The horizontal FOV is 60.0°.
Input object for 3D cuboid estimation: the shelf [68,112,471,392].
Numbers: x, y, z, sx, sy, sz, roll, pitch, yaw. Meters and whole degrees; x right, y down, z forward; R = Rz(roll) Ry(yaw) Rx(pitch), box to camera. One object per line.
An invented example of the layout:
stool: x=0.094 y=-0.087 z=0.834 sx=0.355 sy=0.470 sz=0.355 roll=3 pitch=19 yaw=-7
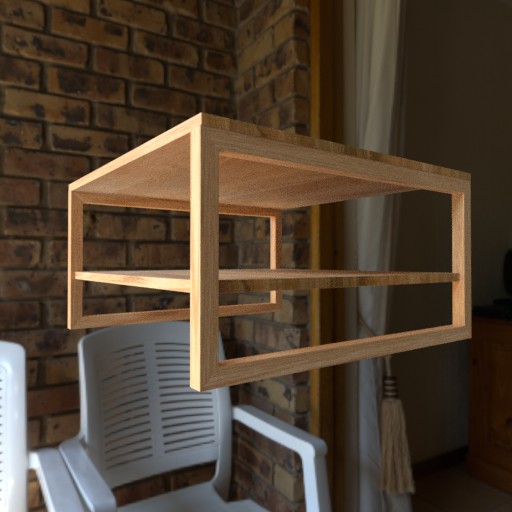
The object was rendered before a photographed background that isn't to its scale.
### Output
shelf: x=0.000 y=0.000 z=1.388 sx=0.899 sy=0.480 sz=0.899 roll=1 pitch=-1 yaw=-36
